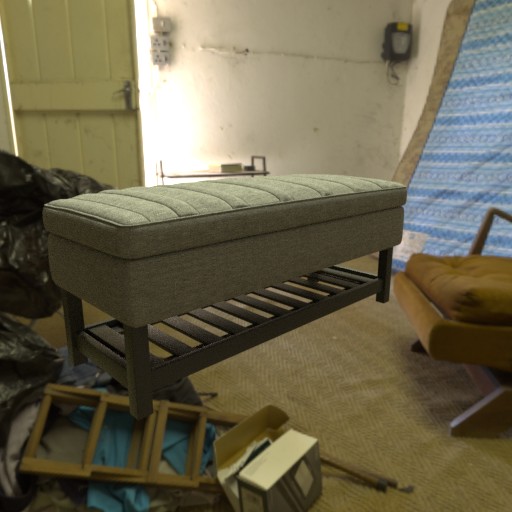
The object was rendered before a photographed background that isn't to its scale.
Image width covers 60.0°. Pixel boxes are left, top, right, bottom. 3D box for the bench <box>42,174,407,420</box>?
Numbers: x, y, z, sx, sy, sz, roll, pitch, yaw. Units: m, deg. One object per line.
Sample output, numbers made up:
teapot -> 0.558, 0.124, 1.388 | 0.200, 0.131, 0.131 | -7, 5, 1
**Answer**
bench -> 0.000, 0.000, 1.358 | 1.100, 0.470, 0.429 | -14, 20, -43
